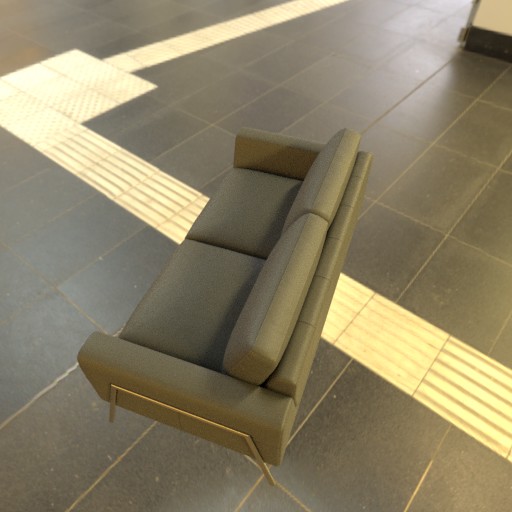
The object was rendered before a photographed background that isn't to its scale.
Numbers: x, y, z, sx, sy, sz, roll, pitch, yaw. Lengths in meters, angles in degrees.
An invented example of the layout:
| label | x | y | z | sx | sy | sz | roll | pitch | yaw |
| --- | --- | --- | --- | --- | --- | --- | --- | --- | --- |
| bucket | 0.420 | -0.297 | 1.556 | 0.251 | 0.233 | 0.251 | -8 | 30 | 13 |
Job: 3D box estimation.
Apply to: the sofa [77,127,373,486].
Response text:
| label | x | y | z | sx | sy | sz | roll | pitch | yaw |
| --- | --- | --- | --- | --- | --- | --- | --- | --- | --- |
| sofa | 0.000 | 0.000 | 2.563 | 0.953 | 0.875 | 2.017 | 15 | 49 | 14 |
